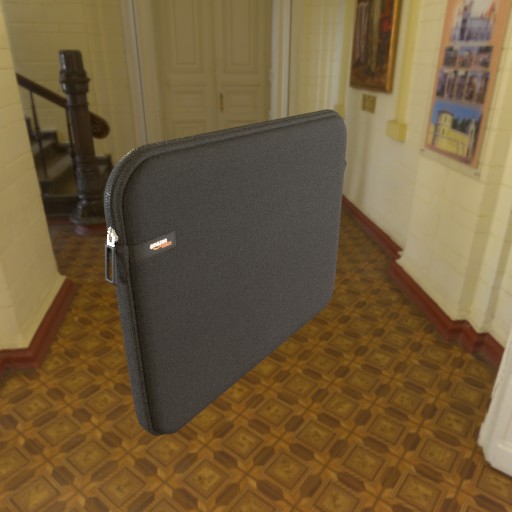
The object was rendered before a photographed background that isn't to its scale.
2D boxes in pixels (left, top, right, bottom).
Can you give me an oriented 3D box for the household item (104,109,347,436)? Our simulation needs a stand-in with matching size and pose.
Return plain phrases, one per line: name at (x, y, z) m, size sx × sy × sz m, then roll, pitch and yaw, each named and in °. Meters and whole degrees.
household item at (0.000, 0.000, 0.527) m, size 0.030 × 0.305 × 0.396 m, roll 18°, pitch 30°, yaw 34°
